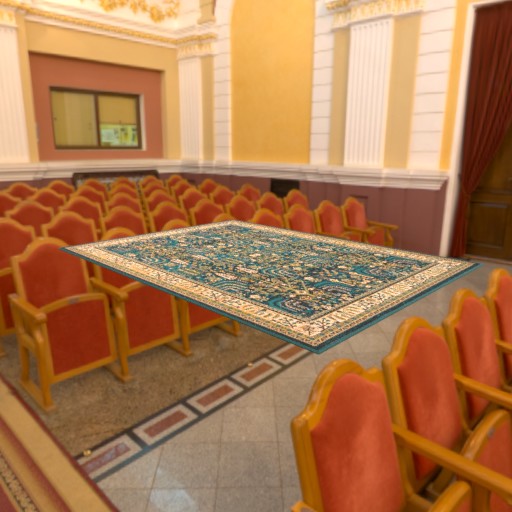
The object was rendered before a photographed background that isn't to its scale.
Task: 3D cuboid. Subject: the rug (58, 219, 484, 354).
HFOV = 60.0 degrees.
[{"bbox_3d":[0.000,0.000,3.896,3.044,0.015,2.226,14,20,43],"label":"rug"}]
